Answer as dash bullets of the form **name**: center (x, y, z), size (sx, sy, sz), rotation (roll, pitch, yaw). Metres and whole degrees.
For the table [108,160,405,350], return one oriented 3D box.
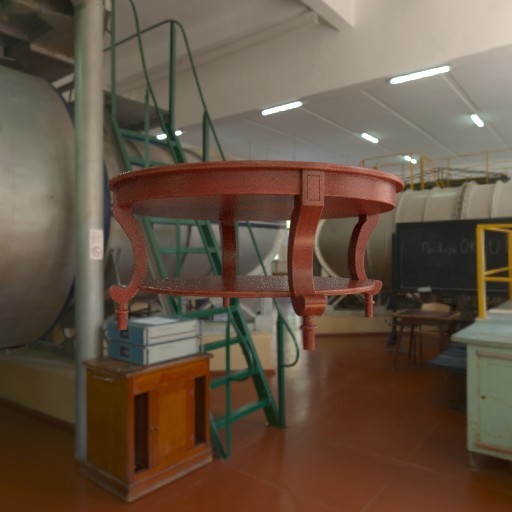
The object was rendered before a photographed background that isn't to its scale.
- **table**: center (0.000, 0.000, 1.617), size (1.029, 0.486, 1.029), rotation (0, 0, 0)
